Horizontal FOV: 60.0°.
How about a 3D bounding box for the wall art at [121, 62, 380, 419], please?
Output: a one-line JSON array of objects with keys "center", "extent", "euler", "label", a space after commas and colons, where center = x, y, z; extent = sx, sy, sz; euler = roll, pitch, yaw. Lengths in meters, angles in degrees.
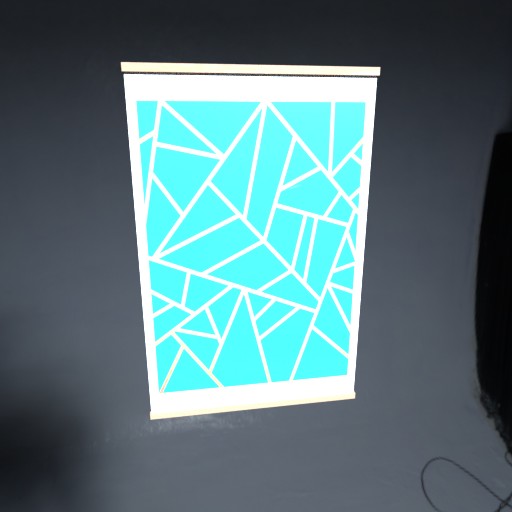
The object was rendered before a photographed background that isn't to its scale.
[{"center": [0.000, 0.000, 1.912], "extent": [0.990, 1.519, 0.030], "euler": [-3, 17, -9], "label": "wall art"}]
